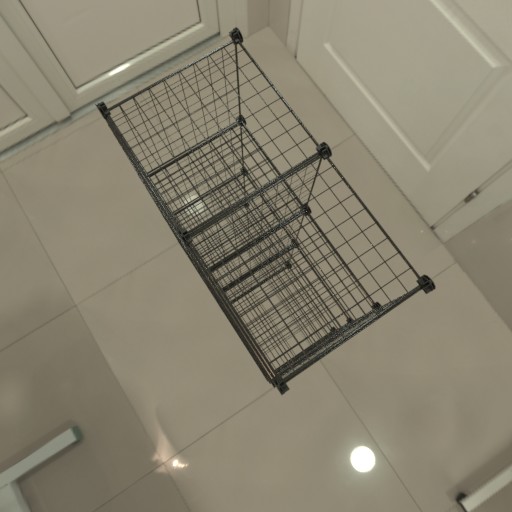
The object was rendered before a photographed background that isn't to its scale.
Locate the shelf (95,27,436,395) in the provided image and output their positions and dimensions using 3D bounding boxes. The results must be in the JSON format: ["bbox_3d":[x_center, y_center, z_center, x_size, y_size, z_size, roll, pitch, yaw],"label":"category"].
[{"bbox_3d":[0.000,0.000,1.403,0.356,1.067,0.711,-32,78,-8],"label":"shelf"}]
